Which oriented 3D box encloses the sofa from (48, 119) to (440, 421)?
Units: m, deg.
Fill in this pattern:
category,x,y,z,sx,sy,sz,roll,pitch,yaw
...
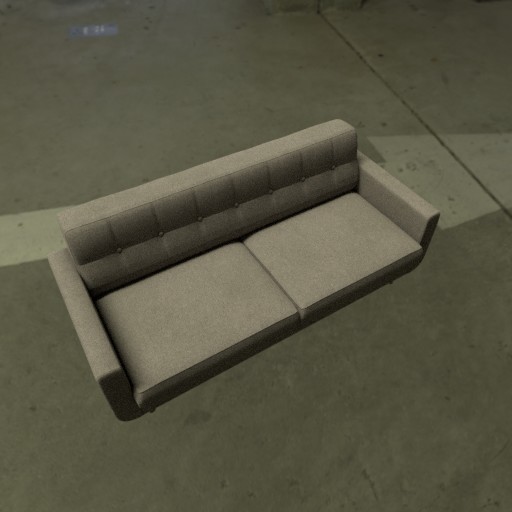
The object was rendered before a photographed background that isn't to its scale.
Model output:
category,x,y,z,sx,sy,sz,roll,pitch,yaw
sofa,0.000,0.000,2.530,2.029,0.841,0.909,-24,51,-21
